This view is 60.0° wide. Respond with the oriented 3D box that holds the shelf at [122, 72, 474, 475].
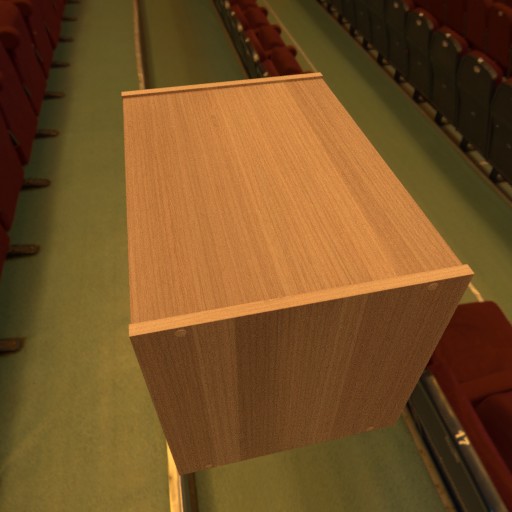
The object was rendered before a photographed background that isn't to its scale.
[{"bbox_3d":[0.000,0.000,0.607,0.290,0.305,0.415,-9,46,-9],"label":"shelf"}]
